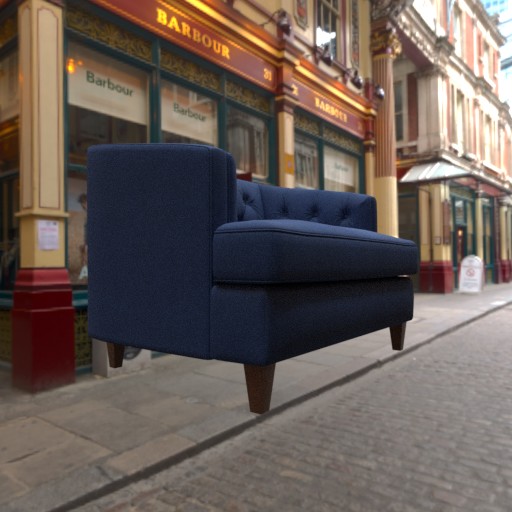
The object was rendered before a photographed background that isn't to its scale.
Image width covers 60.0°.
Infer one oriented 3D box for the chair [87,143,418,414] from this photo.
[{"bbox_3d":[0.000,0.000,1.715,0.914,0.787,1.118,-1,-1,37],"label":"chair"}]
